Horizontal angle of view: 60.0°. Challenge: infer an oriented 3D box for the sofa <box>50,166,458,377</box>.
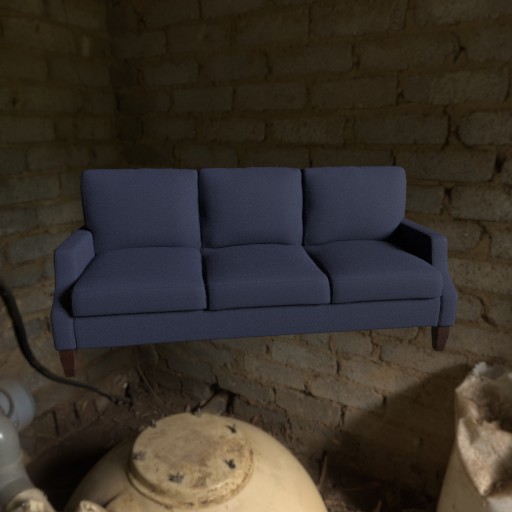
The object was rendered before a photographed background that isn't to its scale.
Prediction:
[{"bbox_3d":[0.000,0.000,2.606,2.115,0.984,0.888,-2,16,-7],"label":"sofa"}]
